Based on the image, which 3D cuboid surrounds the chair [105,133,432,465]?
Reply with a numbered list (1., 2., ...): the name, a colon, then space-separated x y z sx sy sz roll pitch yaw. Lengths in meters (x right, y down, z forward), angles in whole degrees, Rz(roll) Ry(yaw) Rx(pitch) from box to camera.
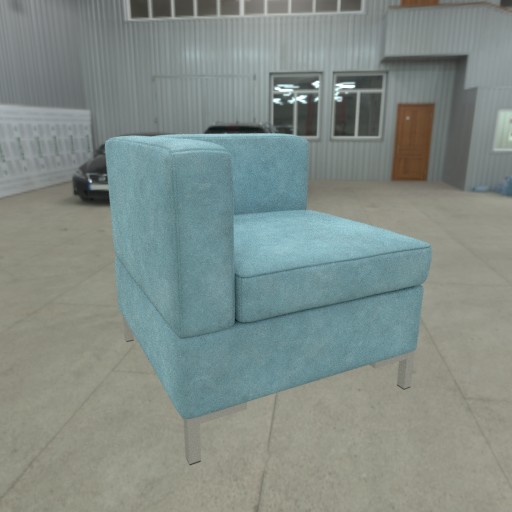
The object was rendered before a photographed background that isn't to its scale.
1. chair: 0.000 0.000 1.255 0.684 0.660 0.691 -8 18 -26
